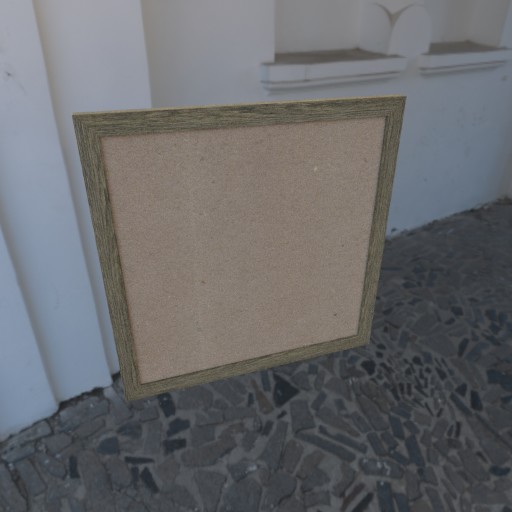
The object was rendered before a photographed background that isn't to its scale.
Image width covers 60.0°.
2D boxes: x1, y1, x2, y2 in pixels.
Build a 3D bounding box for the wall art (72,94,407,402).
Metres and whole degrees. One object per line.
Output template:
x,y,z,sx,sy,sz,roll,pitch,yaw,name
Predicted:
0.000,0.000,0.771,0.508,0.508,0.019,-9,29,-17,wall art
